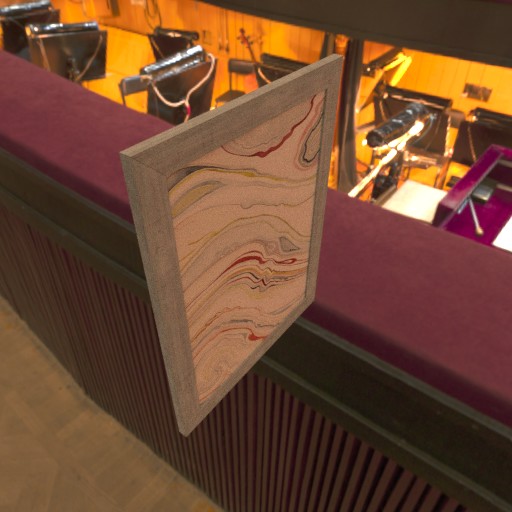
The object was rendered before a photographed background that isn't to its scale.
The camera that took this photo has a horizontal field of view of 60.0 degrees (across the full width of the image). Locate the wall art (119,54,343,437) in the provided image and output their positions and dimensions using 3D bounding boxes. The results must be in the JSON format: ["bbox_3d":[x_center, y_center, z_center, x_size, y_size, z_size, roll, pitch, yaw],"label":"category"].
[{"bbox_3d":[0.000,0.000,0.838,0.020,0.613,0.481,26,47,28],"label":"wall art"}]
